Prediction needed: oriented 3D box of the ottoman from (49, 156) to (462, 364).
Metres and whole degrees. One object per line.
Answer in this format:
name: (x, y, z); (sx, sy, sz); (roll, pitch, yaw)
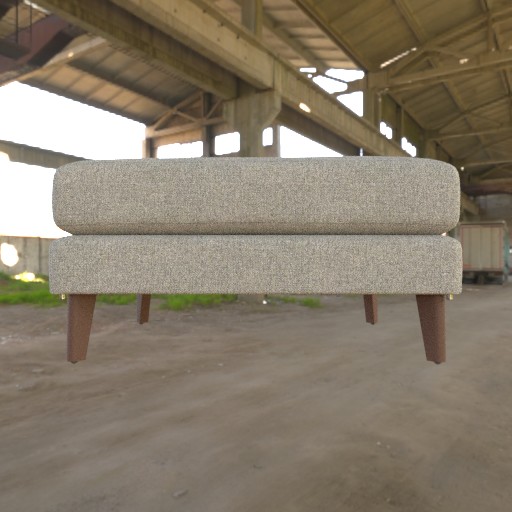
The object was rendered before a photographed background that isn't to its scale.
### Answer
ottoman: (0.000, 0.000, 1.164); (0.821, 0.441, 0.611); (0, 0, 0)
